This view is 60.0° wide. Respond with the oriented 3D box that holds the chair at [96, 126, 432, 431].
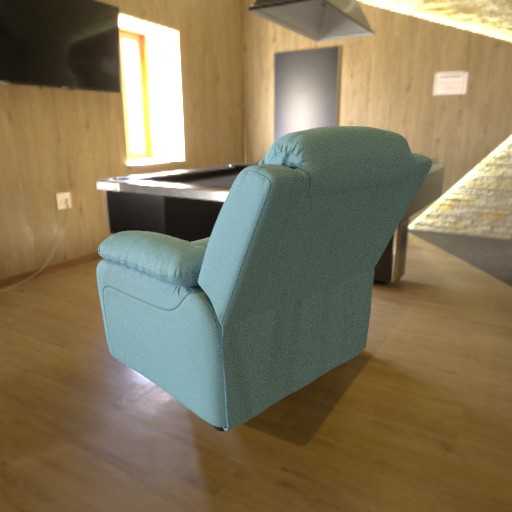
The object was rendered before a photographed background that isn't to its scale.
[{"bbox_3d":[0.000,0.000,1.247,0.680,0.702,0.709,-15,22,-41],"label":"chair"}]
